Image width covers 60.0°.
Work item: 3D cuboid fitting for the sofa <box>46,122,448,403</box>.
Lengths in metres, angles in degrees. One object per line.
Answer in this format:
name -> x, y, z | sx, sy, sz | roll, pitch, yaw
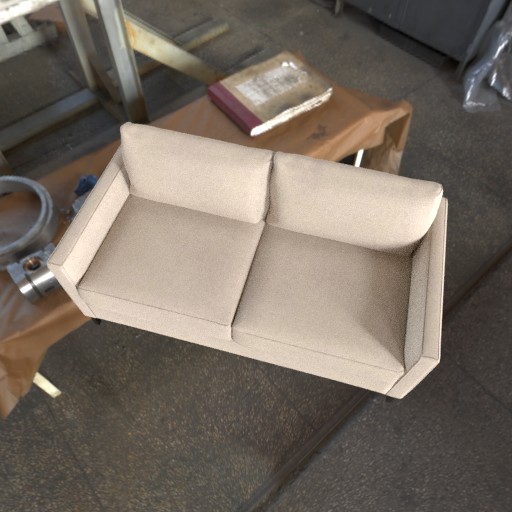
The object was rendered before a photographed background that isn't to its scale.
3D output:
sofa -> 0.000, 0.000, 2.160 | 1.682, 0.840, 0.875 | 13, 58, 8
